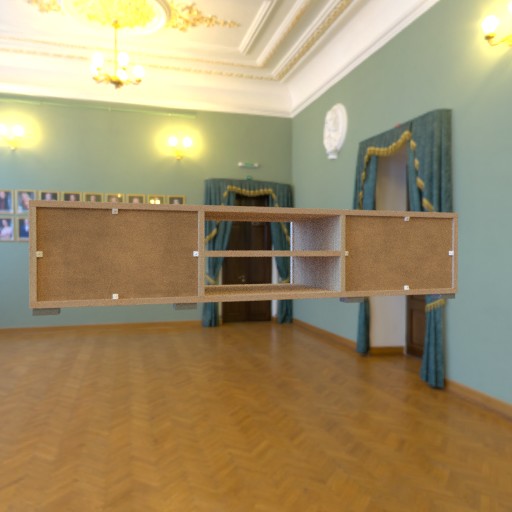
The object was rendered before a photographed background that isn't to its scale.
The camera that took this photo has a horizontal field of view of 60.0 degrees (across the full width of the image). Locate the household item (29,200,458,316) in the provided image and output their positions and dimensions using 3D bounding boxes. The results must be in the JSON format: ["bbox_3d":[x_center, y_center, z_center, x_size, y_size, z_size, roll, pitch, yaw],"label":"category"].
[{"bbox_3d":[0.000,0.000,1.591,1.400,0.310,0.420,0,1,-18],"label":"household item"}]
